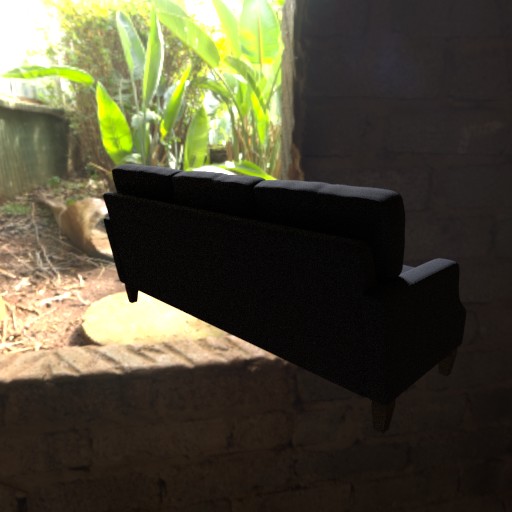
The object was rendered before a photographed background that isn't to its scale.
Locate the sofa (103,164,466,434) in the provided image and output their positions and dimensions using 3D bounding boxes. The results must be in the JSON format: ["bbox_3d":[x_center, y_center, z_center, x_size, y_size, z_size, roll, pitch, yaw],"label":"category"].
[{"bbox_3d":[0.000,0.000,2.565,0.888,0.984,2.115,-15,22,-43],"label":"sofa"}]
